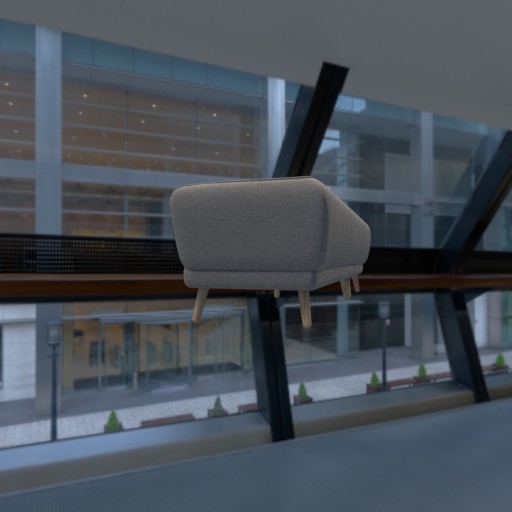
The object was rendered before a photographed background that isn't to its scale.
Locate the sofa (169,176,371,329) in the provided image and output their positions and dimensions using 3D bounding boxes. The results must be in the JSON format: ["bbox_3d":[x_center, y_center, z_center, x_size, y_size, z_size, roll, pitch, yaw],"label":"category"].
[{"bbox_3d":[0.000,0.000,3.385,1.532,0.693,2.653,0,0,18],"label":"sofa"}]
